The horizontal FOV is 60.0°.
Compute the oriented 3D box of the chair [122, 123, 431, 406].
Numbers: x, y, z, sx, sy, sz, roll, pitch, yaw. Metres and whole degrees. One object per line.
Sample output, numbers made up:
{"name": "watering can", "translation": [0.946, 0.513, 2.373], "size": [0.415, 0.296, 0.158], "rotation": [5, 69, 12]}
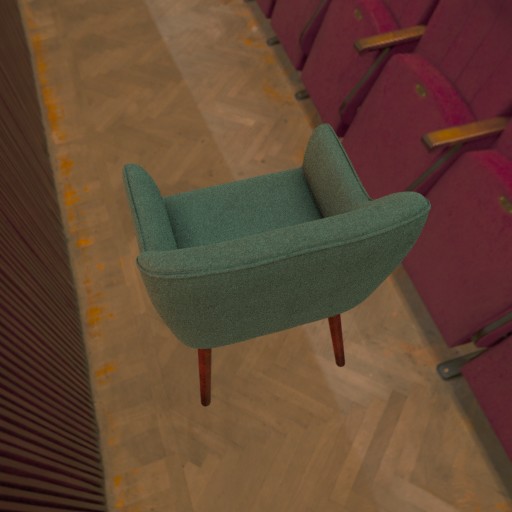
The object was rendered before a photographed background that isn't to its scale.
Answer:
{"name": "chair", "translation": [0.000, 0.000, 1.112], "size": [0.543, 0.803, 0.519], "rotation": [-14, 59, -9]}
